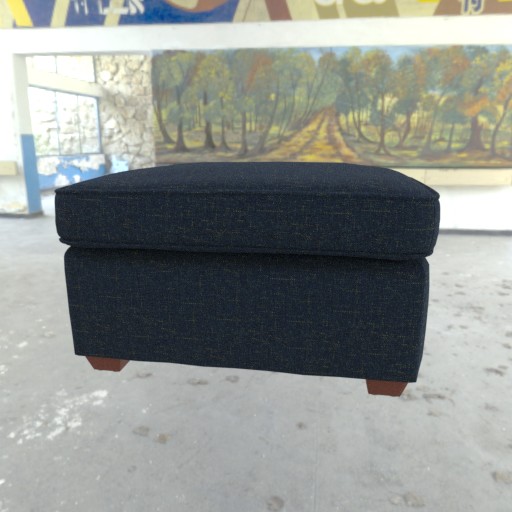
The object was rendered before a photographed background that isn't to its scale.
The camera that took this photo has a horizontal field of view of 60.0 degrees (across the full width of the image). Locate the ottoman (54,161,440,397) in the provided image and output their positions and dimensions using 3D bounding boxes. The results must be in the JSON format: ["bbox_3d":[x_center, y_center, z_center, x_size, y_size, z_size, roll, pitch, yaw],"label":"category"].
[{"bbox_3d":[0.000,0.000,1.091,0.749,0.450,0.549,2,15,9],"label":"ottoman"}]
